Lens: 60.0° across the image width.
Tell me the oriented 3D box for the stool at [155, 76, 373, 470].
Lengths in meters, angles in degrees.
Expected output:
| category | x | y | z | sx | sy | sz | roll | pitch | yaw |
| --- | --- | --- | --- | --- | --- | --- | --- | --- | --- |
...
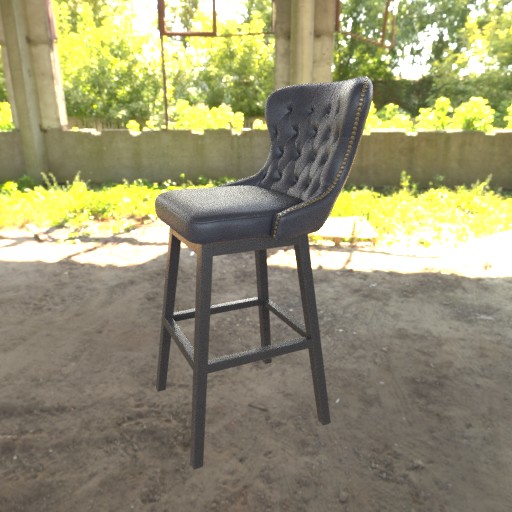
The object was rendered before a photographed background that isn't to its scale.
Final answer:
| category | x | y | z | sx | sy | sz | roll | pitch | yaw |
| --- | --- | --- | --- | --- | --- | --- | --- | --- | --- |
| stool | 0.000 | 0.000 | 1.398 | 0.601 | 1.050 | 0.528 | -8 | 19 | -24 |
